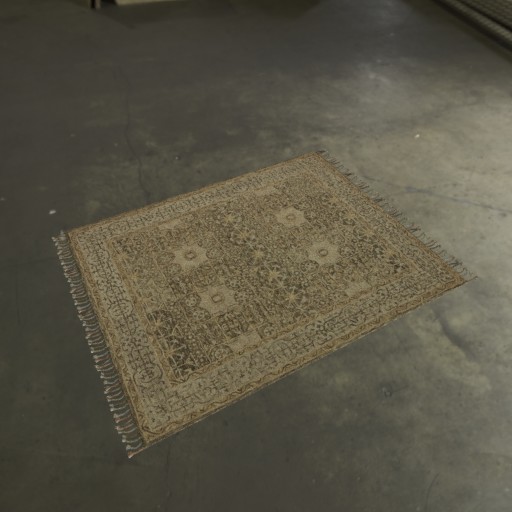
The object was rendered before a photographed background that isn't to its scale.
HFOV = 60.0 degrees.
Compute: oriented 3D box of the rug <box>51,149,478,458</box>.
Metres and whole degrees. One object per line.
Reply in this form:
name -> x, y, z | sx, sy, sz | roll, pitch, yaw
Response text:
rug -> 0.000, 0.000, 4.197 | 3.291, 0.017, 2.431 | -22, 50, -20
